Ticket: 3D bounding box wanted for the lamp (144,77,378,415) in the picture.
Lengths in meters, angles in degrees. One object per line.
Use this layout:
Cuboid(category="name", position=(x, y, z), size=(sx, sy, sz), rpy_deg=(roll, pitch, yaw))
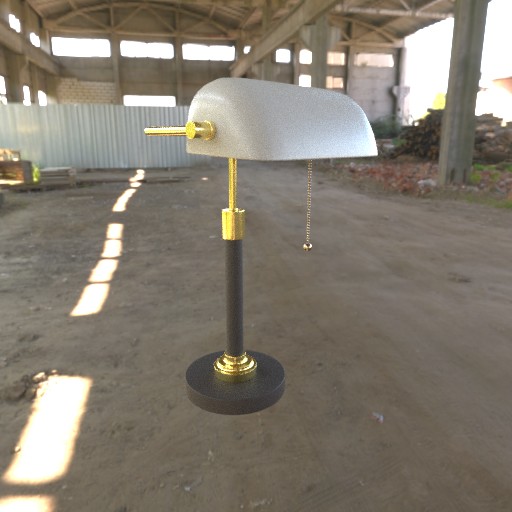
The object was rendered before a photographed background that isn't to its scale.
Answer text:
Cuboid(category="lamp", position=(0.000, 0.000, 0.564), size=(0.227, 0.404, 0.269), rpy_deg=(14, 20, 43))
